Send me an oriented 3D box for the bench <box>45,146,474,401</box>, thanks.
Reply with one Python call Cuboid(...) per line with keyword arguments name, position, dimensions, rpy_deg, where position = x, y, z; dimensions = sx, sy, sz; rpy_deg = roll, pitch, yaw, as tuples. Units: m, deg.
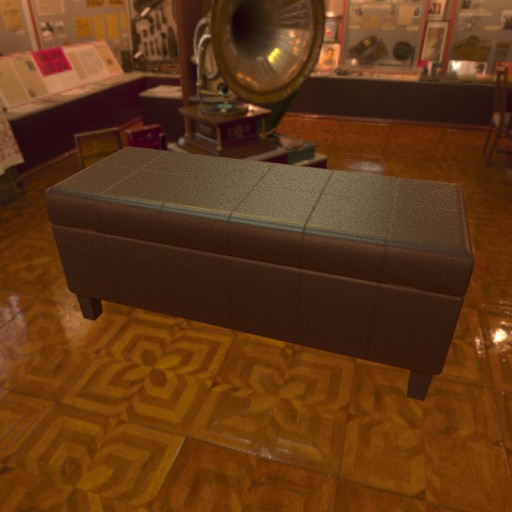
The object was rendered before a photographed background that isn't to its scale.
Cuboid(name="bench", position=(0.000, 0.000, 1.332), dimensions=(1.092, 0.457, 0.429), rpy_deg=(10, 33, 16))
